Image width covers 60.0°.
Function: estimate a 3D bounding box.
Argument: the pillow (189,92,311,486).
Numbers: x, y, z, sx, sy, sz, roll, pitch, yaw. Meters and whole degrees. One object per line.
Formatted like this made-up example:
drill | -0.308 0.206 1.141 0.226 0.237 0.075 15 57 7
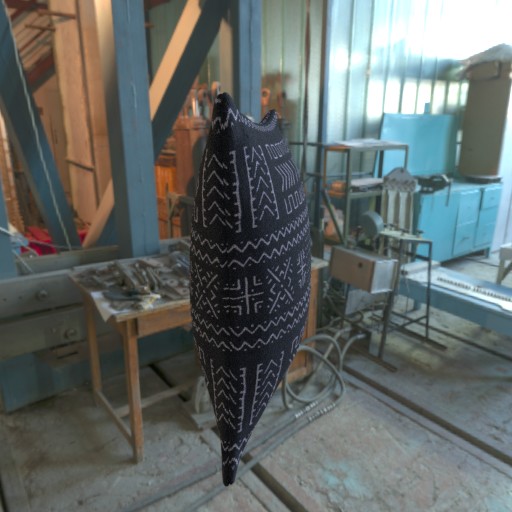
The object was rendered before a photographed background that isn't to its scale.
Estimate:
pillow | 0.000 0.000 0.654 0.164 0.430 0.438 2 17 8
